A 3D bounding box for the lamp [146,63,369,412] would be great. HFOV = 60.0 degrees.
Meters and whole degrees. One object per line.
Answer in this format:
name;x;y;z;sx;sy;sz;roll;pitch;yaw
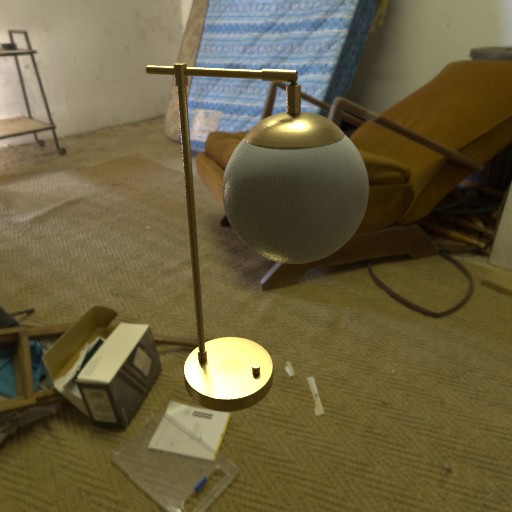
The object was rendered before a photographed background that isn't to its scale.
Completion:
lamp;0.000;0.000;0.707;0.324;0.559;0.207;10;30;17
